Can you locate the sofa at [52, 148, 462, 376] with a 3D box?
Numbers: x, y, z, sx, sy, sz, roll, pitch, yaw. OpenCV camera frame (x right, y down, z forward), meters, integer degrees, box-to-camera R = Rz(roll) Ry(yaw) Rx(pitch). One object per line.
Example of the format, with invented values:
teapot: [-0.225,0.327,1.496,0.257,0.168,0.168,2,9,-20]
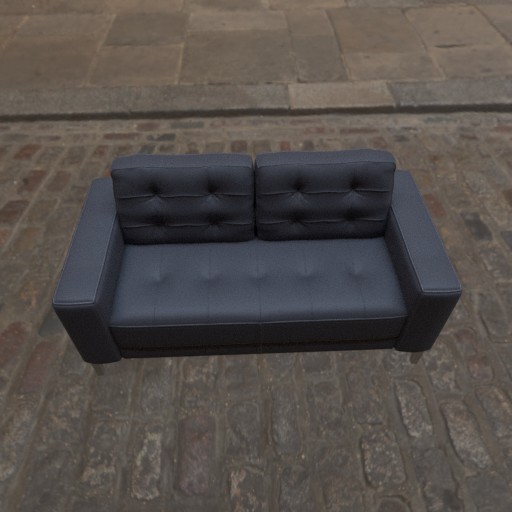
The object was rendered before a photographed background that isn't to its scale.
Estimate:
sofa: [0.000,0.000,2.210,1.726,0.893,0.833,-2,48,-2]
